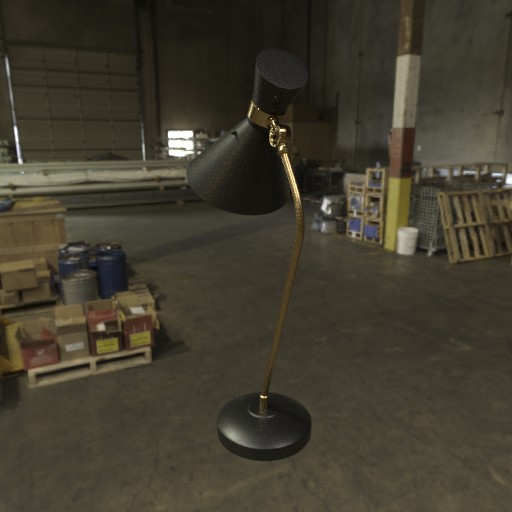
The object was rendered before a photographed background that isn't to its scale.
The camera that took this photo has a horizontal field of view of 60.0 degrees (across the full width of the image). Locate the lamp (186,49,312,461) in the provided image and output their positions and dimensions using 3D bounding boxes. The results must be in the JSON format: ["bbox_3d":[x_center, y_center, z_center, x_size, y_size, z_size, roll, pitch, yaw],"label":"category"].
[{"bbox_3d":[0.000,0.000,0.769,0.189,0.647,0.292,-7,16,-26],"label":"lamp"}]
